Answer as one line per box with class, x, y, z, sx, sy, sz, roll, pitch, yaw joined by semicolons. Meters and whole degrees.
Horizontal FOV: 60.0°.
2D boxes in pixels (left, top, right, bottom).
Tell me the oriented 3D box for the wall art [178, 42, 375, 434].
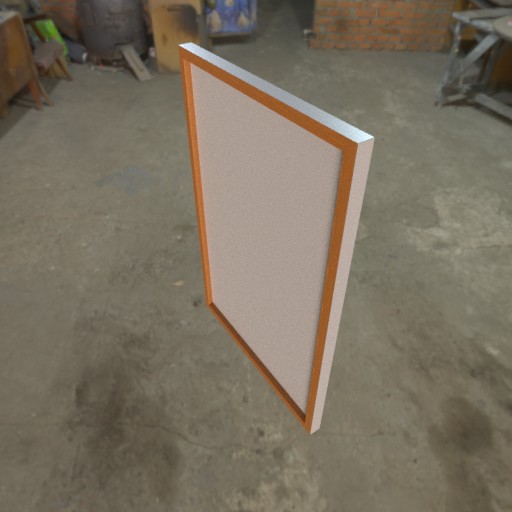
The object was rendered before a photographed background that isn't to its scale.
wall art;0.000;0.000;1.177;0.037;0.916;0.610;-24;47;-25
